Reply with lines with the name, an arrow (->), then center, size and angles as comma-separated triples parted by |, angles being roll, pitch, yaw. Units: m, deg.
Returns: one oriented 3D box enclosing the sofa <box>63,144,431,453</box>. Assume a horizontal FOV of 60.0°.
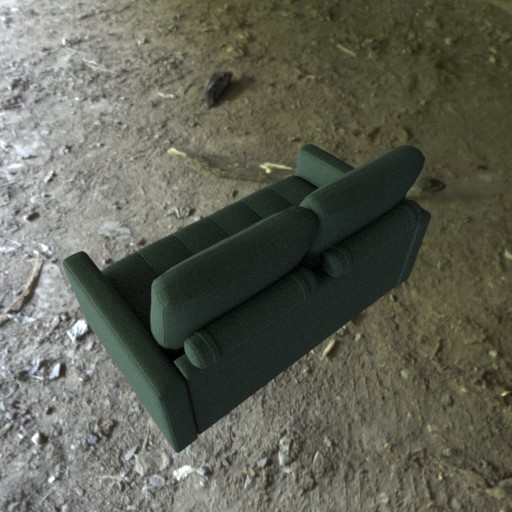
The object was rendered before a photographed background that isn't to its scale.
sofa -> 0.000, 0.000, 1.958 | 1.407, 0.907, 0.842 | -30, 52, -27
